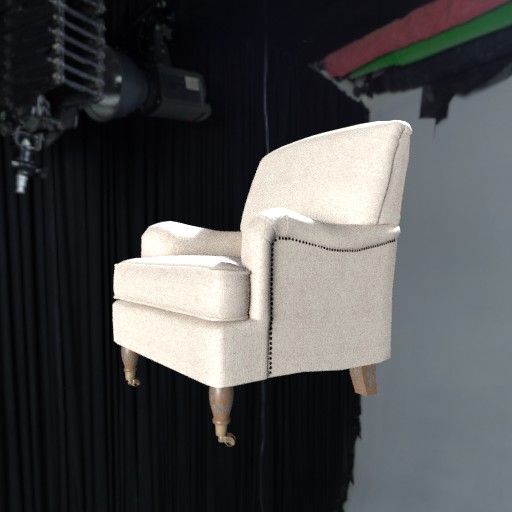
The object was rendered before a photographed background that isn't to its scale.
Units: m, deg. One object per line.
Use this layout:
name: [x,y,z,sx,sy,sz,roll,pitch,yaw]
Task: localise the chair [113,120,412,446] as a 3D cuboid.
chair: [0.000,0.000,1.836,0.953,1.119,0.879,0,1,-37]
